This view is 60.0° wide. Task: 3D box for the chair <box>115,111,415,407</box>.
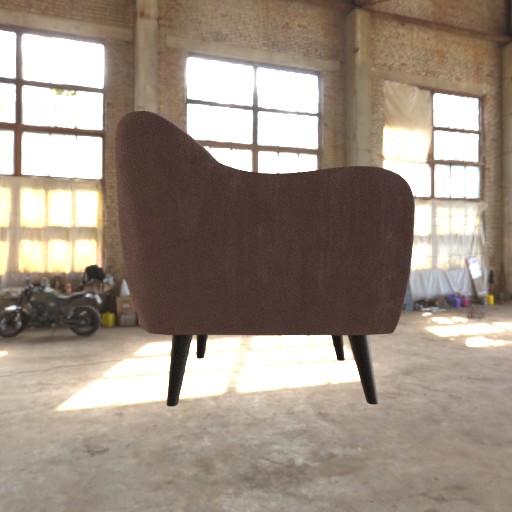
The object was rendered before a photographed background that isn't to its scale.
[{"bbox_3d":[0.000,0.000,1.495,0.820,0.820,0.840,0,0,1],"label":"chair"}]
